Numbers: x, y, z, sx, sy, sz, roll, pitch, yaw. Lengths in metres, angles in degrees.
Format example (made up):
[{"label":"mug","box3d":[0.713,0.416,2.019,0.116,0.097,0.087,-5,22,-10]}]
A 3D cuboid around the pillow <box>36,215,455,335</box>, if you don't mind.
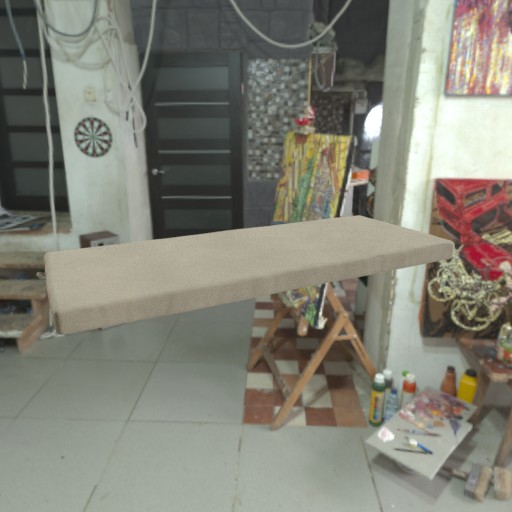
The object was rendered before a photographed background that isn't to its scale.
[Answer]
[{"label":"pillow","box3d":[0.000,0.000,1.332,1.187,0.081,0.492,-9,19,-26]}]
